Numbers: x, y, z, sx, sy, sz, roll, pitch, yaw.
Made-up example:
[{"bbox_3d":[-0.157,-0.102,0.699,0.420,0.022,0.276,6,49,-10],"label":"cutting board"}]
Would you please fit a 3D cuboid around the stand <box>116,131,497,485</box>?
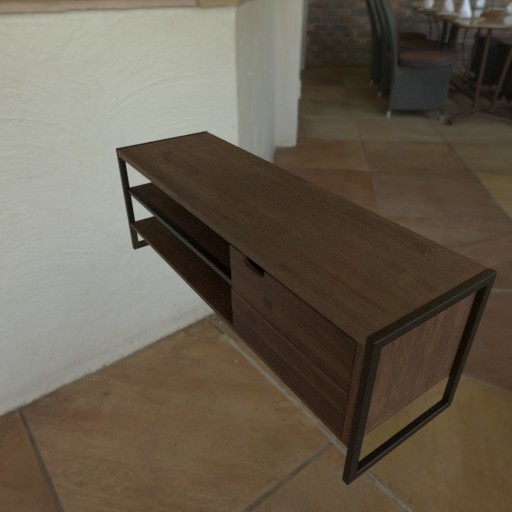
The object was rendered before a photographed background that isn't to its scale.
[{"bbox_3d":[0.000,0.000,1.654,0.454,0.506,1.480,-20,38,-29],"label":"stand"}]
